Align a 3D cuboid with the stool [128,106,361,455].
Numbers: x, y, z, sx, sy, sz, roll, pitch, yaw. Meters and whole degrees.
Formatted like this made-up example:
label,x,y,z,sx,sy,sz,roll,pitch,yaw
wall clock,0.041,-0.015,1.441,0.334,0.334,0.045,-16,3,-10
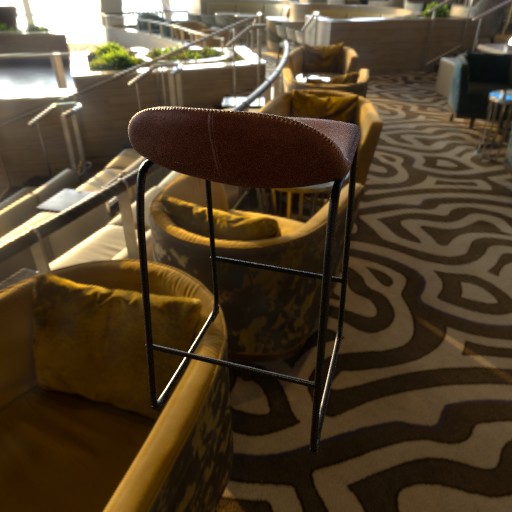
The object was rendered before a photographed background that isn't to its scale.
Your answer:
label,x,y,z,sx,sy,sz,roll,pitch,yaw
stool,0.000,0.000,1.116,0.454,0.830,0.473,10,34,15
